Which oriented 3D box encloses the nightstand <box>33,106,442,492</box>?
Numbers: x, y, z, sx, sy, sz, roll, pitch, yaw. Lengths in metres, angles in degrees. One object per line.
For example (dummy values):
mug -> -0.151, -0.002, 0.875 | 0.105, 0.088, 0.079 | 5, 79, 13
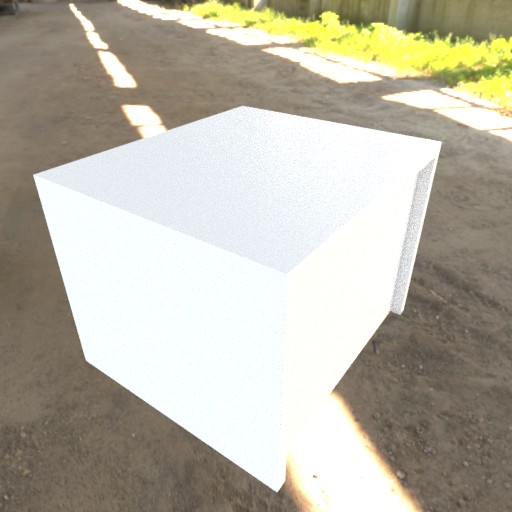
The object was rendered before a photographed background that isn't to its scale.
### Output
nightstand -> 0.000, 0.000, 0.756 | 0.408, 0.351, 0.470 | 21, 38, 30
